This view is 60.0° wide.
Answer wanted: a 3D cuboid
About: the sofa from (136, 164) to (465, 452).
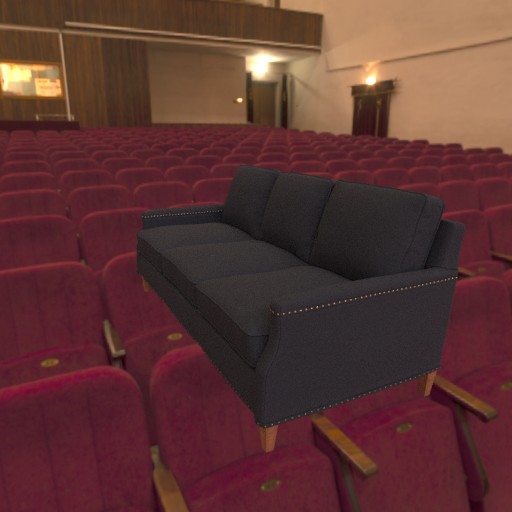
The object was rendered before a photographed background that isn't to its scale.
[{"bbox_3d":[0.000,0.000,2.809,1.084,1.003,2.246,-8,18,-26],"label":"sofa"}]
